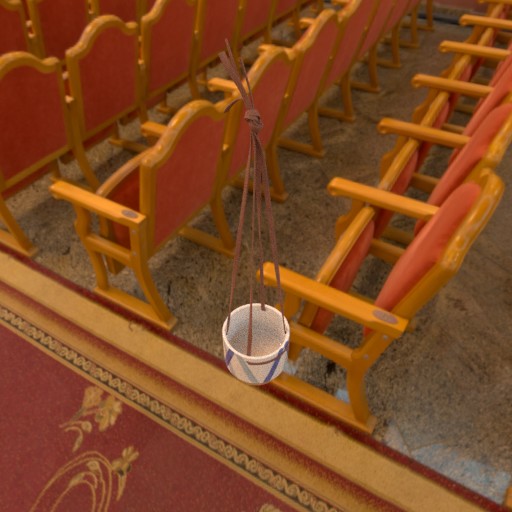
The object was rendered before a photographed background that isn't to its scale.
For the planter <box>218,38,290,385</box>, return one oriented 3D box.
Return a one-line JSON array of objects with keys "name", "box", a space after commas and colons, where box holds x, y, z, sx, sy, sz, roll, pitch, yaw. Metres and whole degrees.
[{"name": "planter", "box": [0.000, 0.000, 0.830, 0.157, 0.753, 0.153, 23, 50, 21]}]
